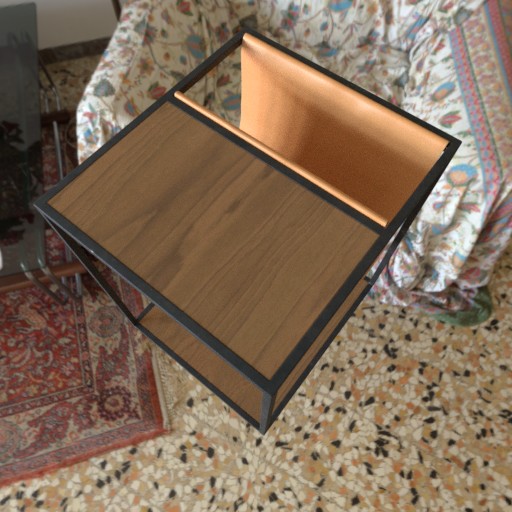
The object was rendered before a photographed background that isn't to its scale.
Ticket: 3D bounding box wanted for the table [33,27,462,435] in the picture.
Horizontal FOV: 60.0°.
[{"bbox_3d":[0.000,0.000,0.847,0.399,0.536,0.450,35,69,16],"label":"table"}]
